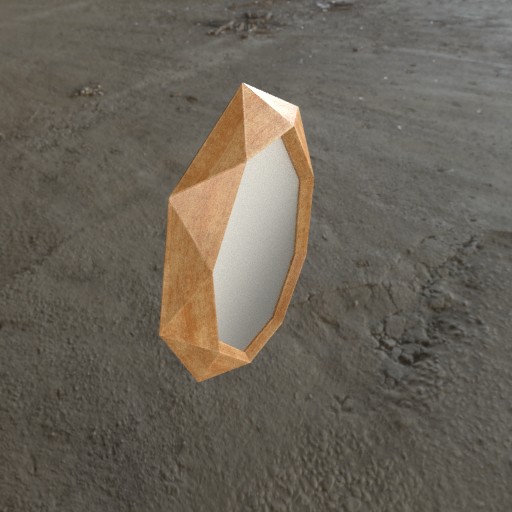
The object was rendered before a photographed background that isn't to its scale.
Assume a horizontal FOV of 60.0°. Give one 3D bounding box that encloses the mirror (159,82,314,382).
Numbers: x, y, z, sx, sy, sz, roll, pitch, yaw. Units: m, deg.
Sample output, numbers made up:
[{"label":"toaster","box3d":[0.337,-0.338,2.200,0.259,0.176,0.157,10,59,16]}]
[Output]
[{"label":"mirror","box3d":[0.000,0.000,1.010,0.070,0.774,0.577,24,47,25]}]
